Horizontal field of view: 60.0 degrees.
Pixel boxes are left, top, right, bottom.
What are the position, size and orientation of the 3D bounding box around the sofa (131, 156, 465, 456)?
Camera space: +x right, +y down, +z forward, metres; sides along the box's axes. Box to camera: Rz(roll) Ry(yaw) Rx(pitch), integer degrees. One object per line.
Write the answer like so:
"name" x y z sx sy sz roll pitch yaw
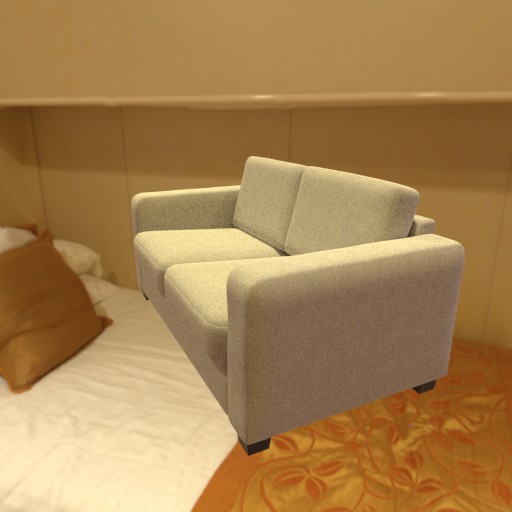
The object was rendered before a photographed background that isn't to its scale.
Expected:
"sofa" 0.000 0.000 2.050 0.900 0.800 1.540 -9 20 -25
